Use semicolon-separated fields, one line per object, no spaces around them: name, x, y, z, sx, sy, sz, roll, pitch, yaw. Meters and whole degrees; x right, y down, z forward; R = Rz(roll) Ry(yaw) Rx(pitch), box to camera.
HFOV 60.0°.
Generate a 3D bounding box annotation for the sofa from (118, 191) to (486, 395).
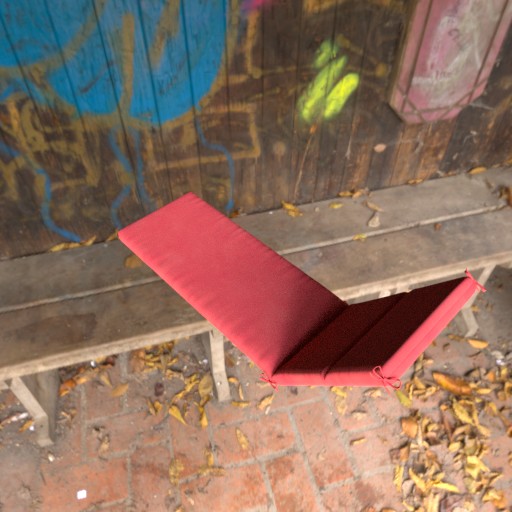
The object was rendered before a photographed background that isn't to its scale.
sofa;0.000;0.000;1.955;0.582;0.622;1.663;-35;56;-29
